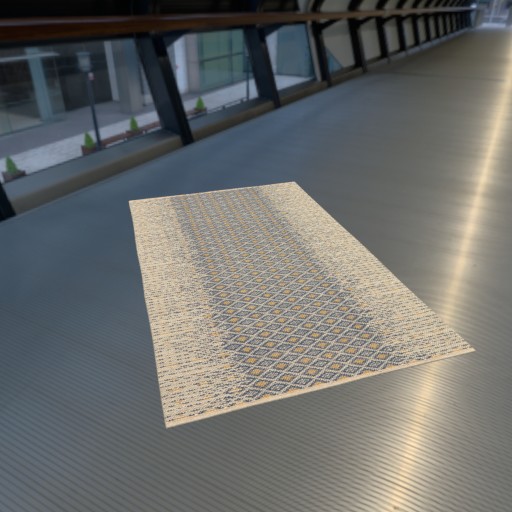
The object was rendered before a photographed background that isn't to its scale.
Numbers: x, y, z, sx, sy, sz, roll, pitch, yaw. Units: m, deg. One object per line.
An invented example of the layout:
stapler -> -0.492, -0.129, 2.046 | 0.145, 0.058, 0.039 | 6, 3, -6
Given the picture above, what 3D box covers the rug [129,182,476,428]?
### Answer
rug -> 0.000, 0.000, 3.024 | 1.541, 0.008, 2.448 | -9, 32, -15
